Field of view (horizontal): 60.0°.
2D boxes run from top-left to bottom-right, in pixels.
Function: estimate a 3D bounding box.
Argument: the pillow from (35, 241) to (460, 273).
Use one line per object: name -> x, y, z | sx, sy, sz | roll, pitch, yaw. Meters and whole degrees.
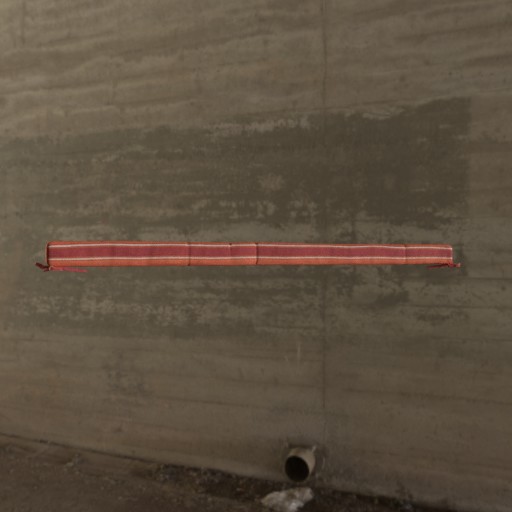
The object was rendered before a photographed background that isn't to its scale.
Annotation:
pillow -> 0.000, 0.000, 1.371 | 1.187, 0.081, 0.492 | 0, 0, -19
